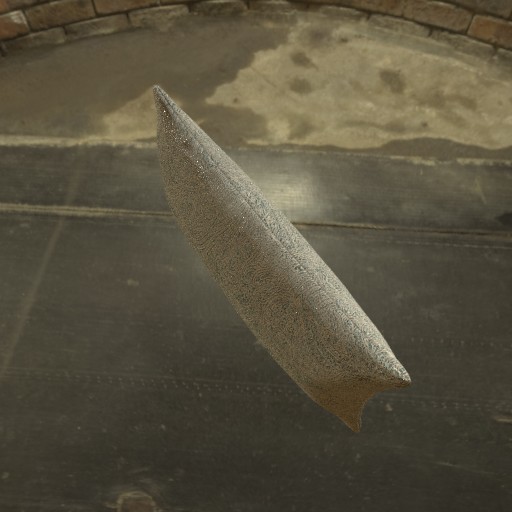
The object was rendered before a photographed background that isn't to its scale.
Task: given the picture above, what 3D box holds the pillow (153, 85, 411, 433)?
[{"bbox_3d":[0.000,0.000,0.749,0.151,0.295,0.615,-30,63,-17],"label":"pillow"}]
